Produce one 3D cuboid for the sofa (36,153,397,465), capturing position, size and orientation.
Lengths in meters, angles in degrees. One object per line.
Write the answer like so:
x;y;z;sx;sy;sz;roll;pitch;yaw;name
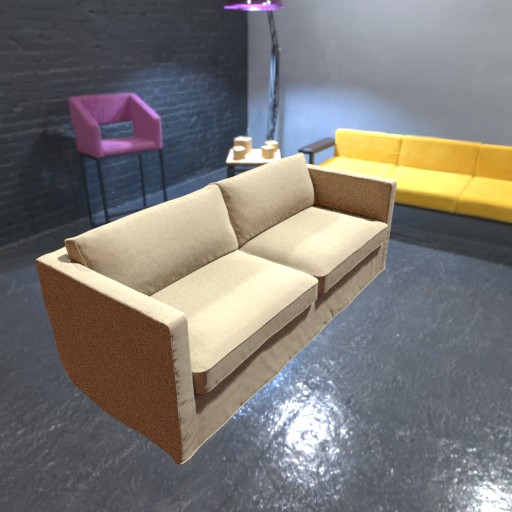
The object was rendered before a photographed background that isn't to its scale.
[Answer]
0.000;0.000;2.800;0.962;0.853;2.312;18;32;32;sofa
